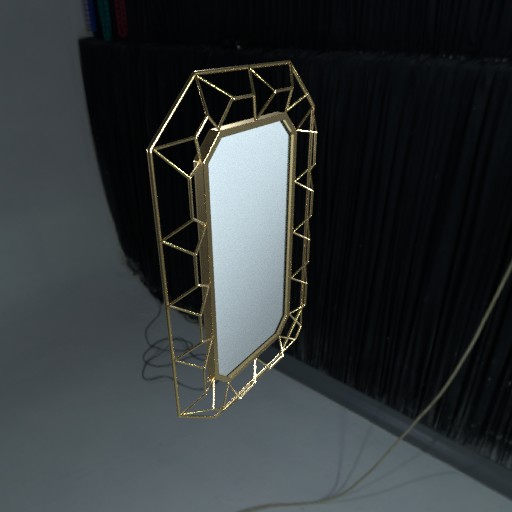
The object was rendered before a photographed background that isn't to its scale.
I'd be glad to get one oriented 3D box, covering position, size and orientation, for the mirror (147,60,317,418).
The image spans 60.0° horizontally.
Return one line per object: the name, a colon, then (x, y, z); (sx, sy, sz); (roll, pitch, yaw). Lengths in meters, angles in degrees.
mirror: (0.000, 0.000, 1.098); (0.051, 0.870, 0.572); (19, 33, 31)
